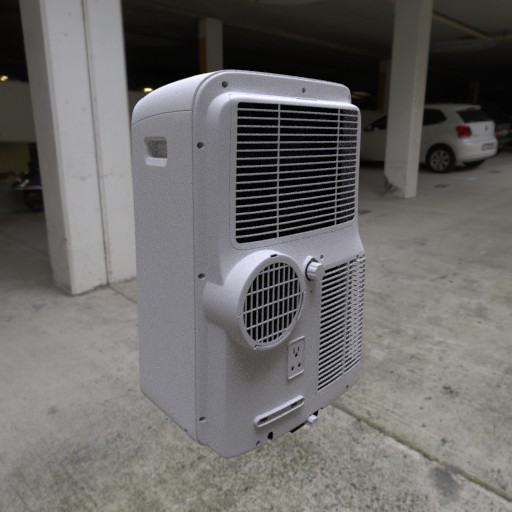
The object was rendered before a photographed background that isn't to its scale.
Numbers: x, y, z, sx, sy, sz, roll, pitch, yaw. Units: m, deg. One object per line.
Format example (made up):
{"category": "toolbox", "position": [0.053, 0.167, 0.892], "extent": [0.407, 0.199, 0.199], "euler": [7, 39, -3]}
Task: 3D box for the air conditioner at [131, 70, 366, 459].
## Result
{"category": "air conditioner", "position": [0.000, 0.000, 0.957], "extent": [0.454, 0.700, 0.365], "euler": [-14, 20, -42]}
